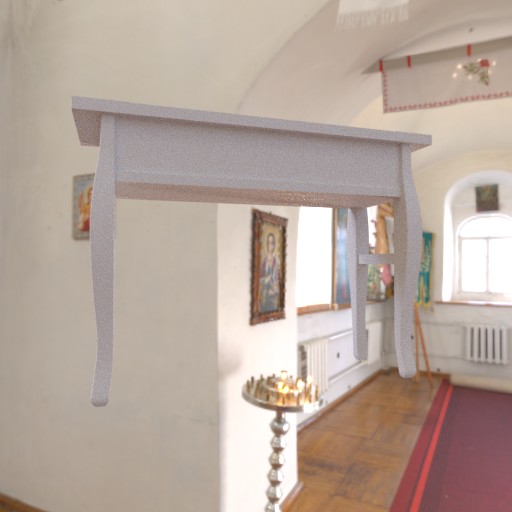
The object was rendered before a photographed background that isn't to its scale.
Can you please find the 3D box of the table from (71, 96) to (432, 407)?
[{"bbox_3d":[0.000,0.000,1.406,1.062,0.768,0.373,0,-1,-18],"label":"table"}]
